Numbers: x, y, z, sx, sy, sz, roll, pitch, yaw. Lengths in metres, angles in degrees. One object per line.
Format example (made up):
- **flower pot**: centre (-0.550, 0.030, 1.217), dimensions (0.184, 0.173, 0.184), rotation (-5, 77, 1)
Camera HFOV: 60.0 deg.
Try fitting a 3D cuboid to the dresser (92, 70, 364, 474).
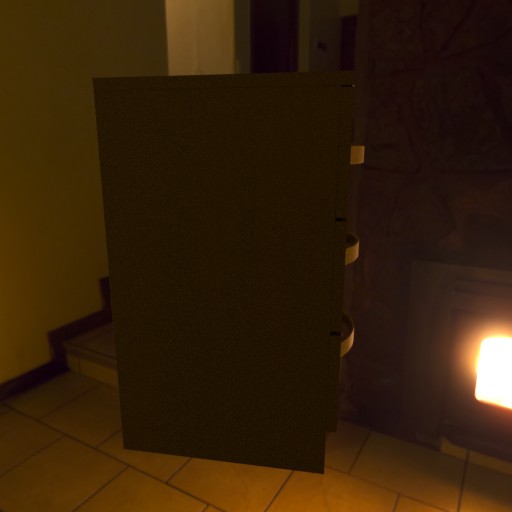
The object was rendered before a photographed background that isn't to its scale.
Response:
- **dresser**: centre (0.000, 0.000, 0.804), dimensions (0.360, 0.560, 0.400), rotation (3, 14, 10)
